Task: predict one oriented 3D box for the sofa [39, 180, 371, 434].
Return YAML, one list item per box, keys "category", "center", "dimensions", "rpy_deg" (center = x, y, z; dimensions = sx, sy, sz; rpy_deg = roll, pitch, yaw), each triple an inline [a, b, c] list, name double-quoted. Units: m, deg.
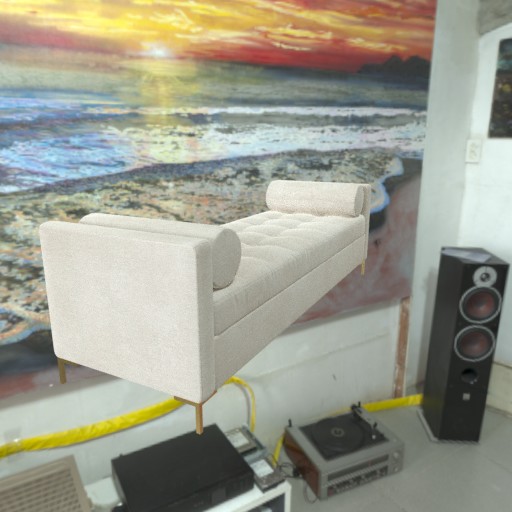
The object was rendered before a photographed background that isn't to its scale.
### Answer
- category: "sofa"
  center: [0.000, 0.000, 2.314]
  dimensions: [0.686, 0.635, 1.981]
  rpy_deg: [8, 17, 27]
